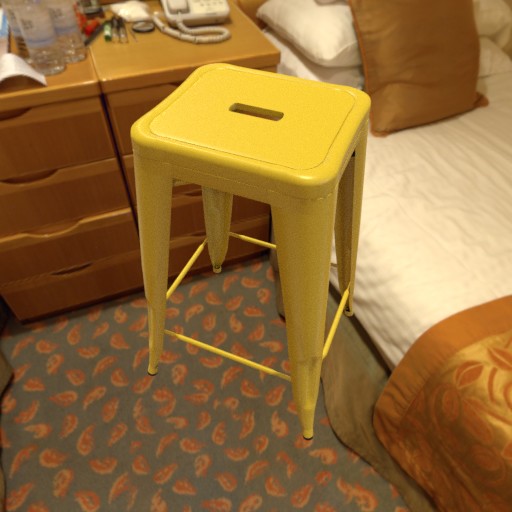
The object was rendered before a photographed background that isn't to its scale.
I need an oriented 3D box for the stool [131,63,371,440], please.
[{"bbox_3d":[0.000,0.000,0.854,0.399,0.609,0.359,17,49,15],"label":"stool"}]
